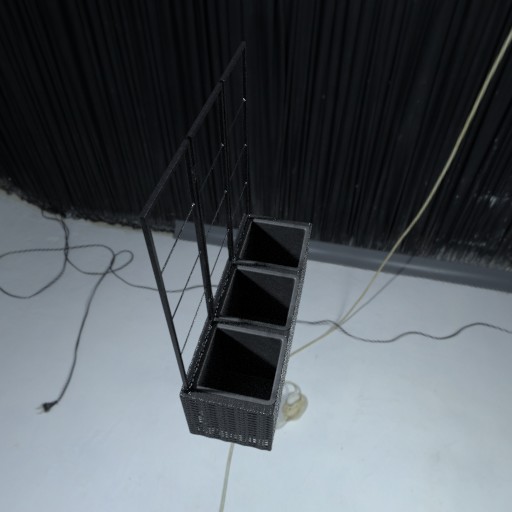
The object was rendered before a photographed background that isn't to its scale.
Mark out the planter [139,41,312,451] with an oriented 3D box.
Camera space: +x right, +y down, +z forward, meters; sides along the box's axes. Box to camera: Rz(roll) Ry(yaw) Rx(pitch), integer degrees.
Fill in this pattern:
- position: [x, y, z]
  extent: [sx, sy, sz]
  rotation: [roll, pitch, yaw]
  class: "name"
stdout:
- position: [0.000, 0.000, 1.189]
  extent: [0.244, 0.841, 0.698]
  rotation: [9, 48, 8]
  class: "planter"
